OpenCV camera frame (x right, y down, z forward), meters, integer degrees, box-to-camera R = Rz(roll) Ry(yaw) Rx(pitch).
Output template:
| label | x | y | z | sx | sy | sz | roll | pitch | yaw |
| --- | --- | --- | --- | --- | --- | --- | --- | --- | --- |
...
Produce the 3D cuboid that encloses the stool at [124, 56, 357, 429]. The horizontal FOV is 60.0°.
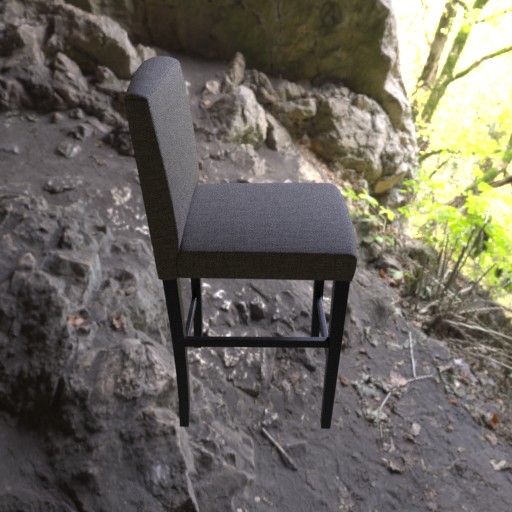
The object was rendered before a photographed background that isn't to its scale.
| label | x | y | z | sx | sy | sz | roll | pitch | yaw |
| --- | --- | --- | --- | --- | --- | --- | --- | --- | --- |
| stool | 0.000 | 0.000 | 1.386 | 0.552 | 1.138 | 0.451 | 0 | 33 | 1 |
